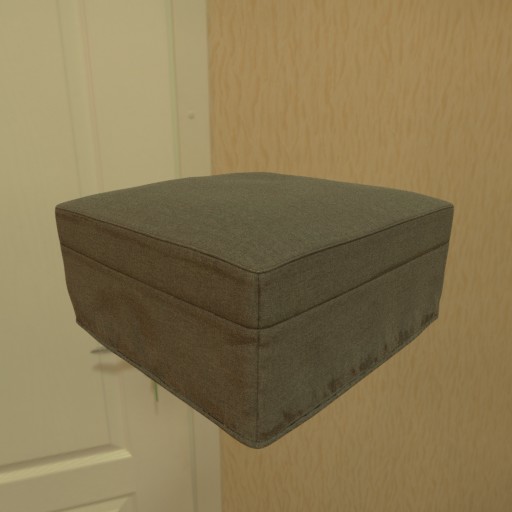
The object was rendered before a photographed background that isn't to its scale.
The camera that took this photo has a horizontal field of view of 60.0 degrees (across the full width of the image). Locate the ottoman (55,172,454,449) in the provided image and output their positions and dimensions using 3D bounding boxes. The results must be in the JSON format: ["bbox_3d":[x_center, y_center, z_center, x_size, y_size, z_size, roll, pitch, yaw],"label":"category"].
[{"bbox_3d":[0.000,0.000,1.319,0.840,0.436,0.843,16,24,42],"label":"ottoman"}]
